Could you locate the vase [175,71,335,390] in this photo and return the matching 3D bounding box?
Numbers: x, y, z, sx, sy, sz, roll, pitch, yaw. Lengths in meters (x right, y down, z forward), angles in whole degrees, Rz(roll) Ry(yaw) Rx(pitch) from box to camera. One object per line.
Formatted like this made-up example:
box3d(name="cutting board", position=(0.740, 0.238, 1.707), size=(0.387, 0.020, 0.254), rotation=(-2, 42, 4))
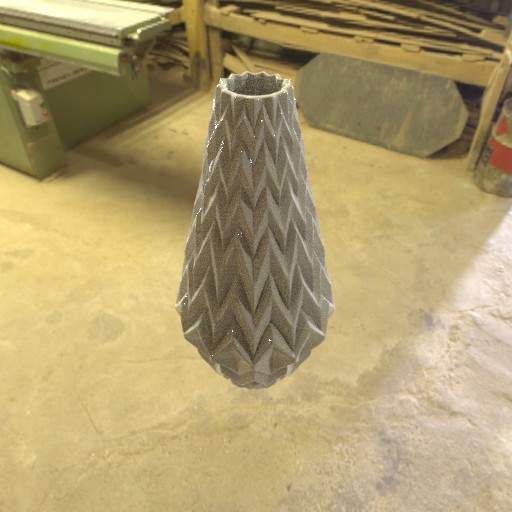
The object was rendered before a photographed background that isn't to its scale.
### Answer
box3d(name="vase", position=(0.000, 0.000, 0.426), size=(0.167, 0.328, 0.167), rotation=(0, 41, 0))
